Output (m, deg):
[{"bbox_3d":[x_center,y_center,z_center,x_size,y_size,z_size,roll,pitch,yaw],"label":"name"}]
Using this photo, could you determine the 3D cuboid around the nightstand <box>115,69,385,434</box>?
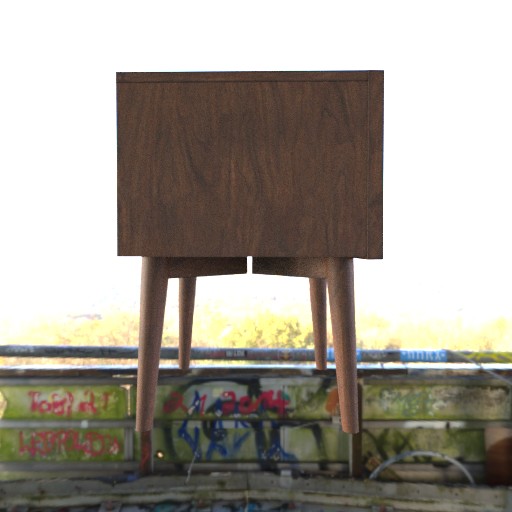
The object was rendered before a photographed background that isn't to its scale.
[{"bbox_3d":[0.000,0.000,0.977,0.445,0.607,0.521,0,1,1],"label":"nightstand"}]
